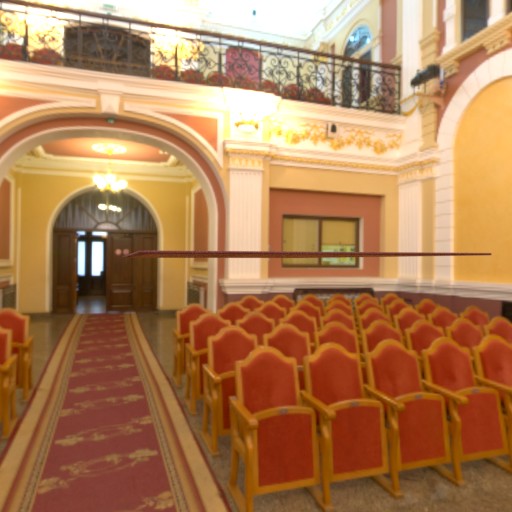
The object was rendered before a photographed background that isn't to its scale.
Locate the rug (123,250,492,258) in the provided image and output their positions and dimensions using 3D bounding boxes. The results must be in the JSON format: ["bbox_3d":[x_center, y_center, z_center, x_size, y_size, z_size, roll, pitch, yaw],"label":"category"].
[{"bbox_3d":[0.000,0.000,2.878,1.599,0.011,2.210,0,-1,-18],"label":"rug"}]
